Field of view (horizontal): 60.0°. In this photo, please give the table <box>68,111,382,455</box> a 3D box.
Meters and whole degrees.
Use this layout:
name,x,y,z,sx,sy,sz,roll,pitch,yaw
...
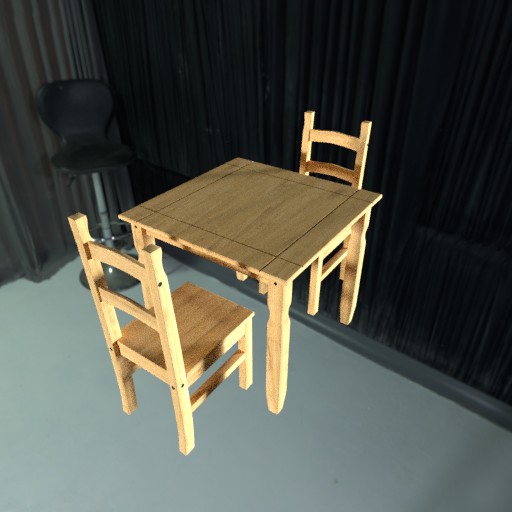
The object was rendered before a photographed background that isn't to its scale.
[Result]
name,x,y,z,sx,sy,sz,roll,pitch,yaw
table,0.000,0.000,2.047,0.813,0.942,1.501,21,38,29
